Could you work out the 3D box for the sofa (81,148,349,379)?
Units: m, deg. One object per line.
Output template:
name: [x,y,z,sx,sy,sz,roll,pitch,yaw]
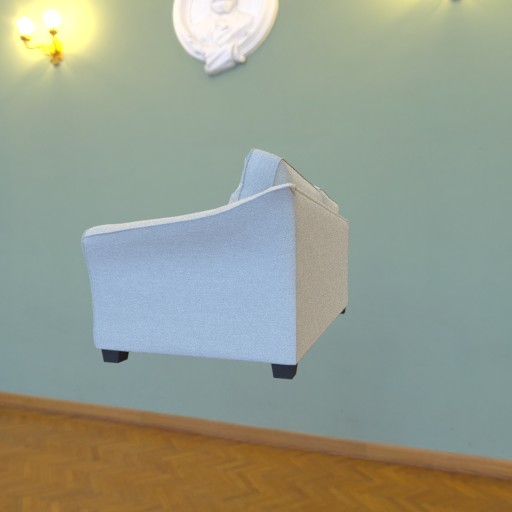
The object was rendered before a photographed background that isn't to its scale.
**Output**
sofa: [0.000,0.000,2.865,0.980,0.965,2.270,0,1,17]
